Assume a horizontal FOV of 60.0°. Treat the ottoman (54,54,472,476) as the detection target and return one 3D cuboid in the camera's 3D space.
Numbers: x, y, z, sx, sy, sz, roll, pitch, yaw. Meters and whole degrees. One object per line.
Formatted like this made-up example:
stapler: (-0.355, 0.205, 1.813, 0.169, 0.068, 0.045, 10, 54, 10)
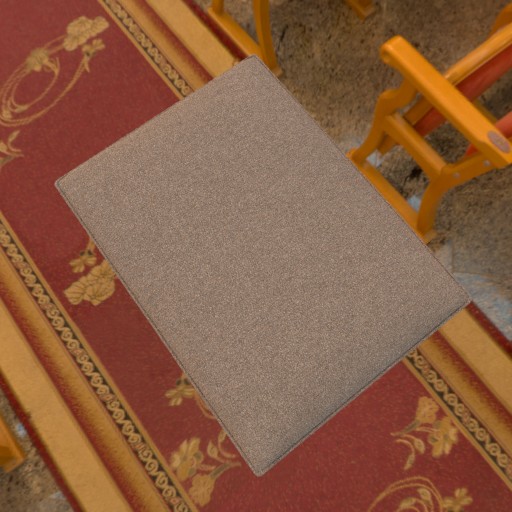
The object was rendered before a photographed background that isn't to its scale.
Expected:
ottoman: (0.000, 0.000, 1.116, 0.583, 0.464, 0.785, -36, 78, -9)
